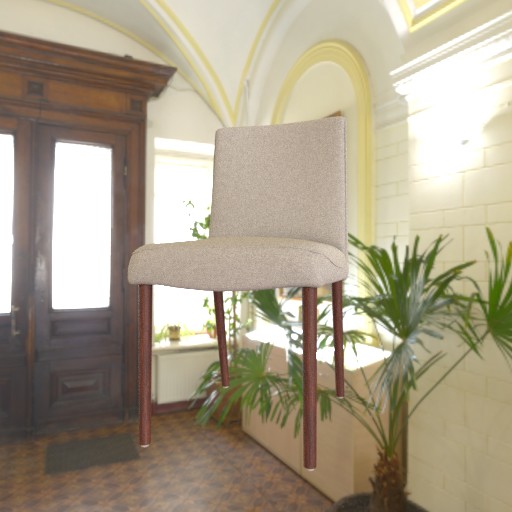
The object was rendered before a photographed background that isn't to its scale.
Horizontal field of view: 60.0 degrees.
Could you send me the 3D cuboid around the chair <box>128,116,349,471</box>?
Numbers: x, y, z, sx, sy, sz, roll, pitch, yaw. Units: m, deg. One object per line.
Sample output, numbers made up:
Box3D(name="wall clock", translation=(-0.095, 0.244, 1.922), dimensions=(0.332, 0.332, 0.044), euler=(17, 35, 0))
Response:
Box3D(name="chair", translation=(0.000, 0.000, 1.171), dimensions=(0.456, 0.859, 0.570), euler=(0, -1, 18))
